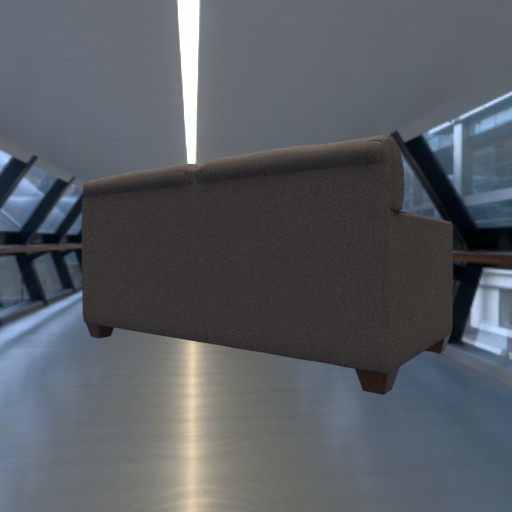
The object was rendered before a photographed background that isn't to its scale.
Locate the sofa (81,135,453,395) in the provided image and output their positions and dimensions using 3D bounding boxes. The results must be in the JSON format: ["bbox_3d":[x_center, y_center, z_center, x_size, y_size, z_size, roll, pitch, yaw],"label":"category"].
[{"bbox_3d":[0.000,0.000,2.441,1.846,0.958,1.000,1,1,36],"label":"sofa"}]
